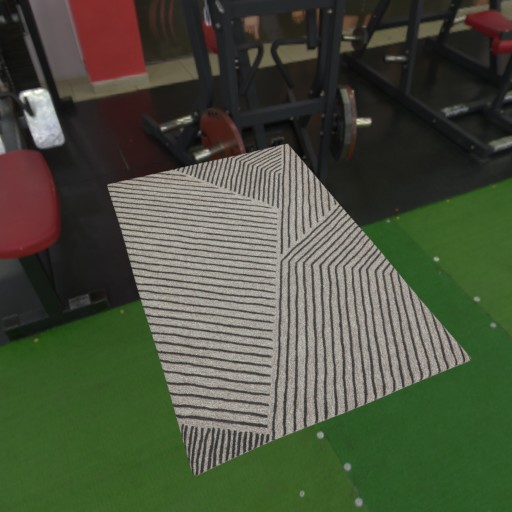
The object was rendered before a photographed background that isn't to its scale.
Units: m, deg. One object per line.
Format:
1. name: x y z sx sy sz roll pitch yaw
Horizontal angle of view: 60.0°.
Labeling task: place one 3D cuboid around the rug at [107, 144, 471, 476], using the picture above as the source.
1. rug: 0.000 0.000 2.317 1.237 0.019 1.842 -17 48 -15
